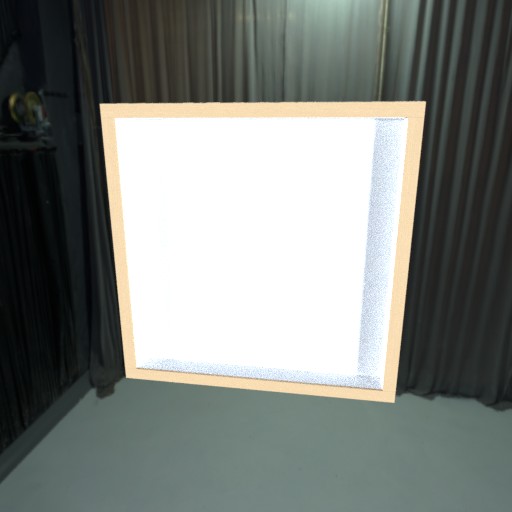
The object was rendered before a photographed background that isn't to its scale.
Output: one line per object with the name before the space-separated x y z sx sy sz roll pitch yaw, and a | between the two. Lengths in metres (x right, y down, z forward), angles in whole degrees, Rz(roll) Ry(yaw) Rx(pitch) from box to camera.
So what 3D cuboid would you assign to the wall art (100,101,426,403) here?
wall art | 0.000 0.000 0.620 0.405 0.405 0.038 3 17 9
